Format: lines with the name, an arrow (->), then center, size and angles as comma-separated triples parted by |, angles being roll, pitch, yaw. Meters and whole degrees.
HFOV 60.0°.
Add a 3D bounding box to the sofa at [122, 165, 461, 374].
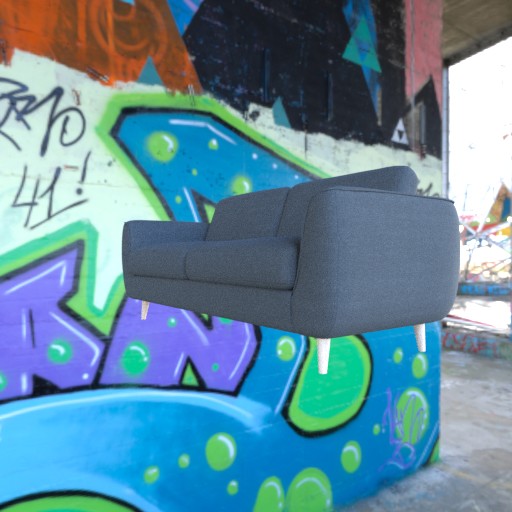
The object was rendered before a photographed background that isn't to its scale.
sofa -> 0.000, 0.000, 2.477 | 0.920, 0.850, 2.000 | 0, 0, -36
